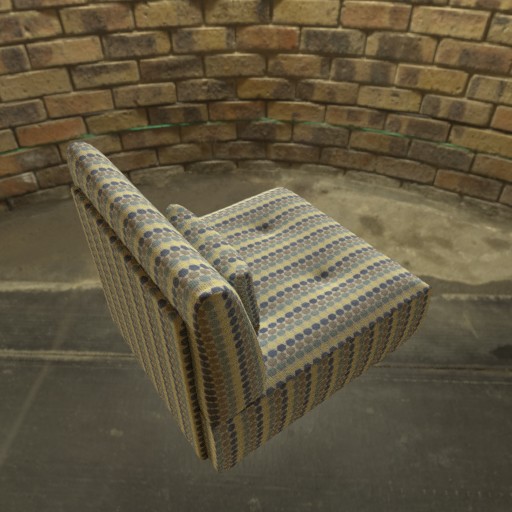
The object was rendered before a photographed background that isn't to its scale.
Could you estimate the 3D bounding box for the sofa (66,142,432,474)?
[{"bbox_3d":[0.000,0.000,1.669,1.000,0.830,0.930,-25,47,-26],"label":"sofa"}]
